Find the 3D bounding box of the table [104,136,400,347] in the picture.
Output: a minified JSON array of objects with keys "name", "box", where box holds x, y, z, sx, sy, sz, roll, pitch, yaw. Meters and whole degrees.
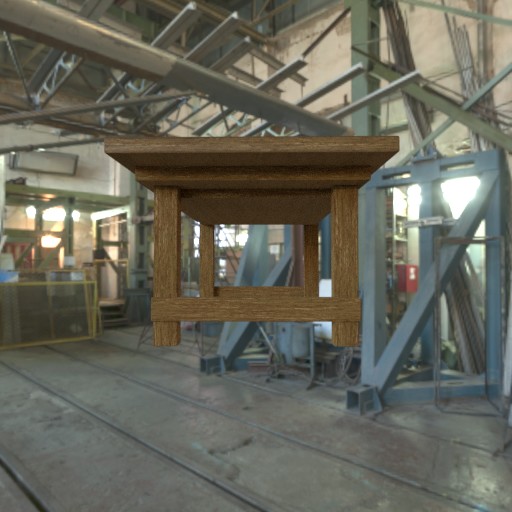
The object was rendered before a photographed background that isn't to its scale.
[{"name":"table","box":[0.000,0.000,2.477,1.000,0.762,1.982,0,-1,1]}]
